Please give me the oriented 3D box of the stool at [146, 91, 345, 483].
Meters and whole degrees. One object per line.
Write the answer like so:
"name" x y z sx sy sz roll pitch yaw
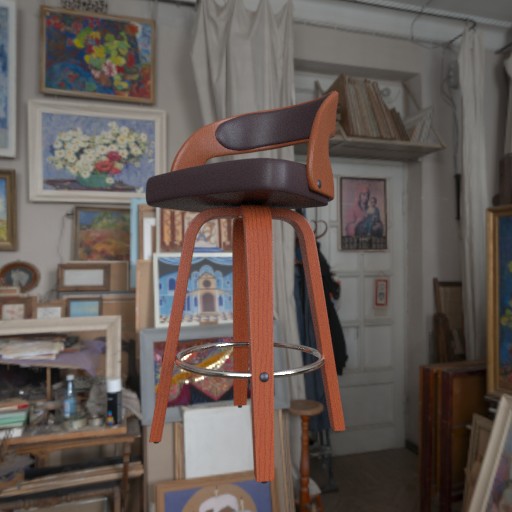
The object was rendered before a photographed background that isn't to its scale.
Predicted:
"stool" 0.000 0.000 1.182 0.457 0.940 0.457 0 -1 37
